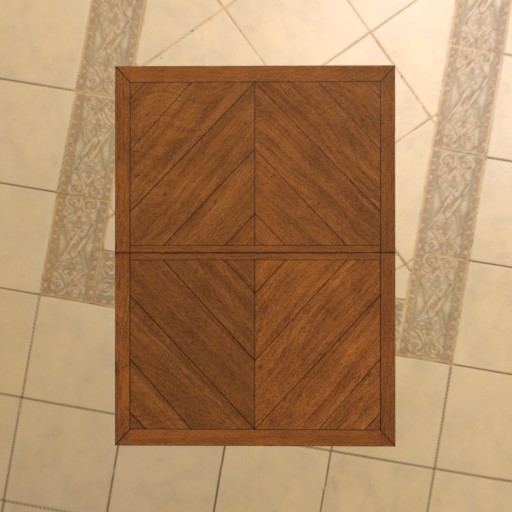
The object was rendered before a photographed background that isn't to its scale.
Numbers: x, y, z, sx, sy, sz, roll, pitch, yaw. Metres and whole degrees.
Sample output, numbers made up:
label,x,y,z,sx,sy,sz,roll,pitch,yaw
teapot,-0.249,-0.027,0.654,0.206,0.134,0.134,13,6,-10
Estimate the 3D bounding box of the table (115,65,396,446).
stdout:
label,x,y,z,sx,sy,sz,roll,pitch,yaw
table,0.000,0.000,1.575,0.757,0.760,1.027,0,90,0
